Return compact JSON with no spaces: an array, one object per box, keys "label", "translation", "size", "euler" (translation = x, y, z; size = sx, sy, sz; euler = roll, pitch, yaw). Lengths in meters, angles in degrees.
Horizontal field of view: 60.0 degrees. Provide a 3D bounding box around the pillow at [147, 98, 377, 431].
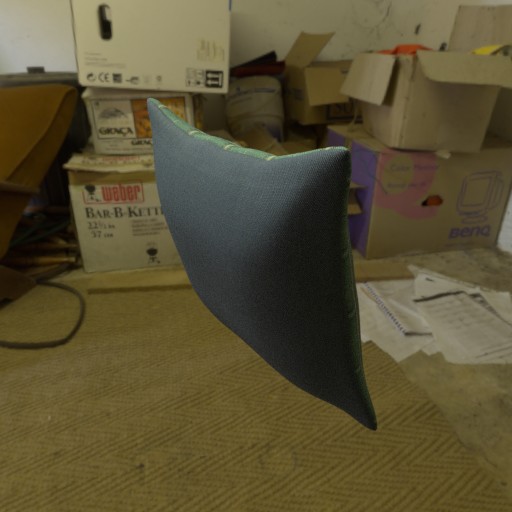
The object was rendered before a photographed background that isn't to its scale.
[{"label":"pillow","translation":[0.000,0.000,0.686],"size":[0.200,0.430,0.453],"euler":[-17,31,-31]}]
